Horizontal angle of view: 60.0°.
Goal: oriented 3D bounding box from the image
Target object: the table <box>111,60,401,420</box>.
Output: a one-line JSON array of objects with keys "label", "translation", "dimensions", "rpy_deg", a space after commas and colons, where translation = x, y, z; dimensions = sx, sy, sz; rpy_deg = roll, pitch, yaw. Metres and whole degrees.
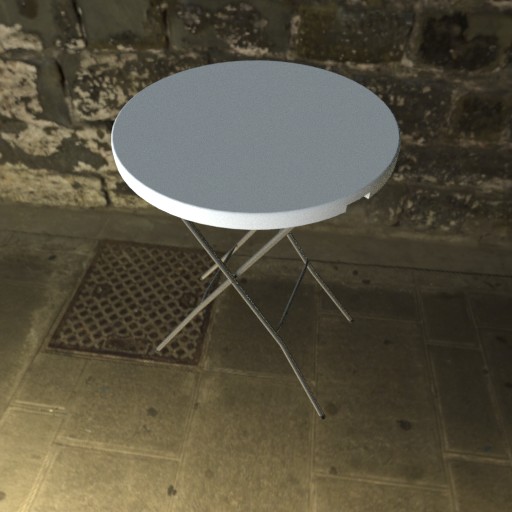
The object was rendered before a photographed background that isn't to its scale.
[{"label": "table", "translation": [0.000, 0.000, 1.638], "dimensions": [0.795, 1.105, 0.792], "rpy_deg": [16, 49, 15]}]
